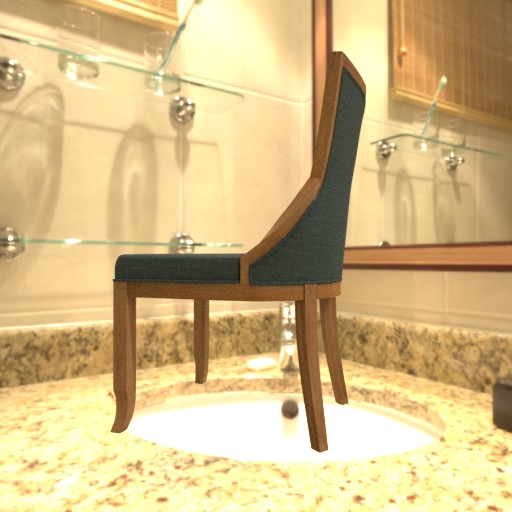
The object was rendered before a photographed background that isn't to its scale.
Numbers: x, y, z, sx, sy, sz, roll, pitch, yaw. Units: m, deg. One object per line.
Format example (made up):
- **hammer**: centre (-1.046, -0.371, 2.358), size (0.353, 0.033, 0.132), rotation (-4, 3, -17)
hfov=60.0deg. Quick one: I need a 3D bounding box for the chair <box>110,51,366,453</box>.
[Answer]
- **chair**: centre (0.000, 0.000, 1.324), size (0.641, 0.947, 0.524), rotation (0, 0, 19)
